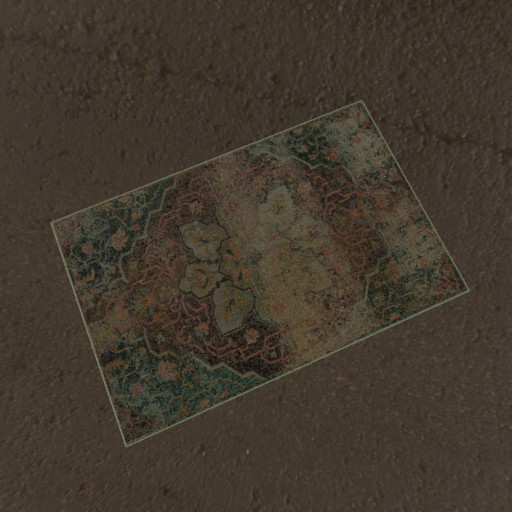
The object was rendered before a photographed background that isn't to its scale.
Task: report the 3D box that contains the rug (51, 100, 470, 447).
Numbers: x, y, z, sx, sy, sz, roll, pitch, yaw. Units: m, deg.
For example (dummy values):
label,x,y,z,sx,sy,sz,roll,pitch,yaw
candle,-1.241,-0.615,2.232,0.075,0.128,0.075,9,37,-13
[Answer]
label,x,y,z,sx,sy,sz,roll,pitch,yaw
rug,0.000,0.000,2.908,2.363,0.004,1.566,-22,76,-6
